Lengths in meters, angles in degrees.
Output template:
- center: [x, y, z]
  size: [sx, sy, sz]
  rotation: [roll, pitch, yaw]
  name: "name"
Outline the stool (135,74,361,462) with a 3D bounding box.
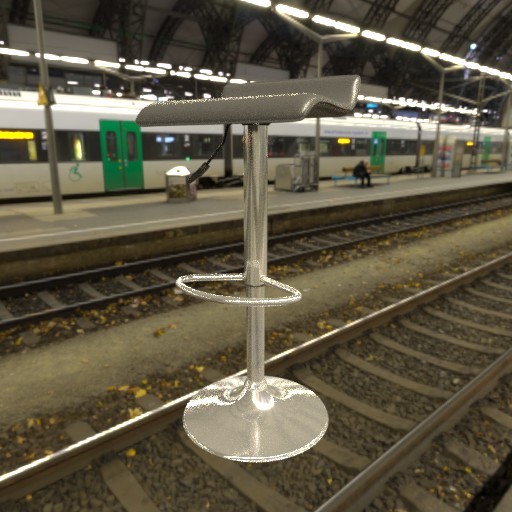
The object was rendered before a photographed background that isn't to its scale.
- center: [0.000, 0.000, 1.070]
  size: [0.381, 0.851, 0.381]
  rotation: [7, 15, 25]
  name: "stool"
